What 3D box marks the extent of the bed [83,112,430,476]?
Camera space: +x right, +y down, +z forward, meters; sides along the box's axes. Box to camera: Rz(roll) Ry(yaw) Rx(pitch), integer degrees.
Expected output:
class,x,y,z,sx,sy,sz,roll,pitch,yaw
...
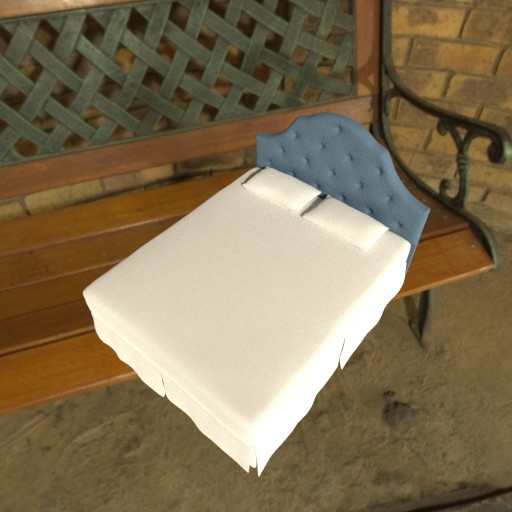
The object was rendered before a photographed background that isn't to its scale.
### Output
class,x,y,z,sx,sy,sz,roll,pitch,yaw
bed,0.000,0.000,3.876,2.039,1.617,2.477,31,54,26
